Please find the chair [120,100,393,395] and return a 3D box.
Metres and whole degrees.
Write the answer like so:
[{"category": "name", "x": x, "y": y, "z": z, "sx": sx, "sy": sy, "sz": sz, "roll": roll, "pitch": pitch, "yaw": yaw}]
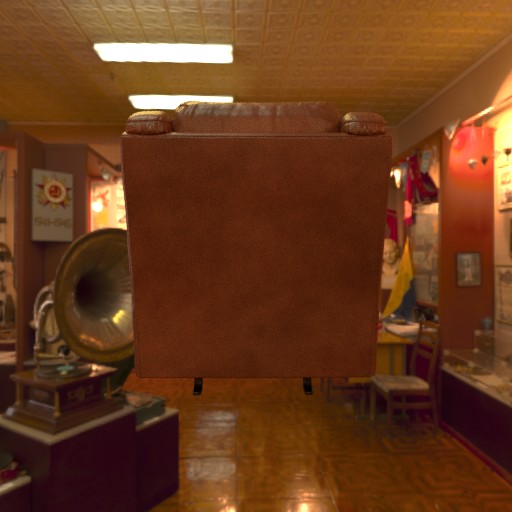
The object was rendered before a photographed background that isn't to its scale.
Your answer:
[{"category": "chair", "x": 0.000, "y": 0.000, "z": 1.971, "sx": 0.990, "sy": 1.093, "sz": 1.041, "roll": 0, "pitch": 0, "yaw": -1}]
